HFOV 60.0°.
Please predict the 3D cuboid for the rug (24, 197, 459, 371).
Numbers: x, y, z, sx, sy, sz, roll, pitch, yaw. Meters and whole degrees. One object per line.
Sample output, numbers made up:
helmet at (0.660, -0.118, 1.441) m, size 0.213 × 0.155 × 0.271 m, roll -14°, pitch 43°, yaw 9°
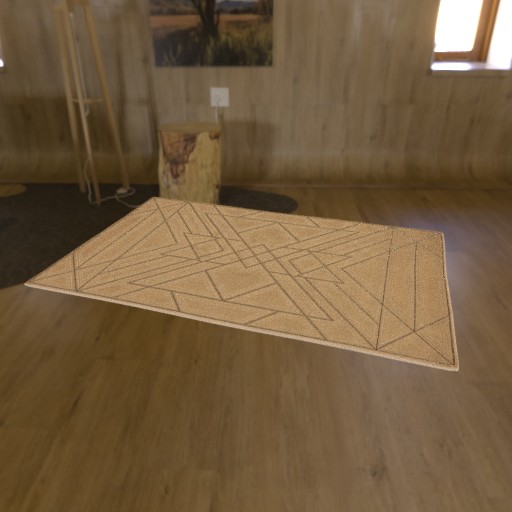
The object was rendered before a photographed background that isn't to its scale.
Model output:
rug at (0.000, 0.000, 3.014) m, size 2.459 × 0.023 × 1.575 m, roll 9°, pitch 29°, yaw 16°
